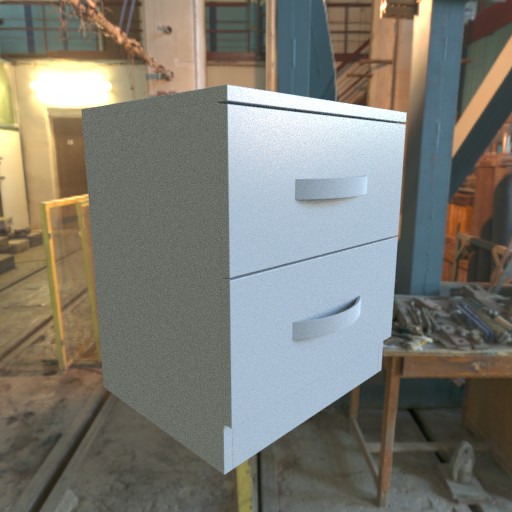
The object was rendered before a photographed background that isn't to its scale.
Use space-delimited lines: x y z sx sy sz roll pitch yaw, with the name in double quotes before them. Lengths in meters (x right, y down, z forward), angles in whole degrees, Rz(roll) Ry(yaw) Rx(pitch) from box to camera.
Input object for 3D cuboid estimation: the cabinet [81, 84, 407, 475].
"cabinet" 0.000 0.000 0.749 0.360 0.470 0.400 12 17 43
